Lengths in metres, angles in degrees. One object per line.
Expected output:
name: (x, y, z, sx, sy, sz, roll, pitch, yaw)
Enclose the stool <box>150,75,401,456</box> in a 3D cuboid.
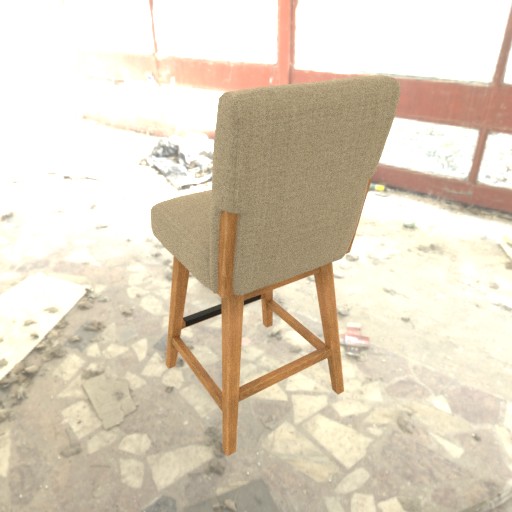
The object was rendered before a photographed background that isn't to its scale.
stool: (0.000, 0.000, 1.292, 0.459, 1.010, 0.526, -18, 34, -28)
